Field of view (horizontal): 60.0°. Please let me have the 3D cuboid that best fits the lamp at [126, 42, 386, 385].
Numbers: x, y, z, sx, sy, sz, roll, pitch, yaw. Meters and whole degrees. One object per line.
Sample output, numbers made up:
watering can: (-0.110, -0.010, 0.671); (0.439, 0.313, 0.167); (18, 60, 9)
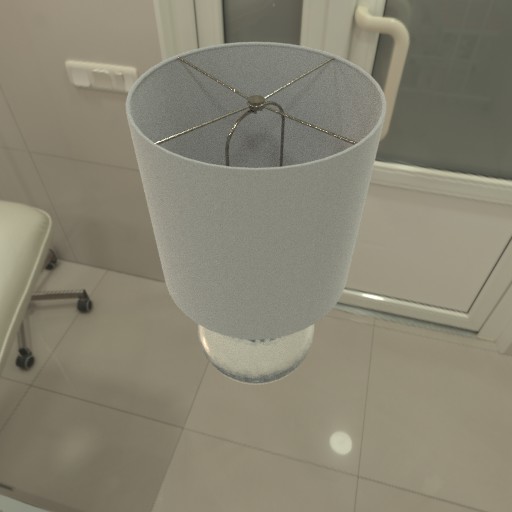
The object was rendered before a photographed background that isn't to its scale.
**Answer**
lamp: (0.000, 0.000, 0.522); (0.216, 0.404, 0.216); (11, 48, 10)
